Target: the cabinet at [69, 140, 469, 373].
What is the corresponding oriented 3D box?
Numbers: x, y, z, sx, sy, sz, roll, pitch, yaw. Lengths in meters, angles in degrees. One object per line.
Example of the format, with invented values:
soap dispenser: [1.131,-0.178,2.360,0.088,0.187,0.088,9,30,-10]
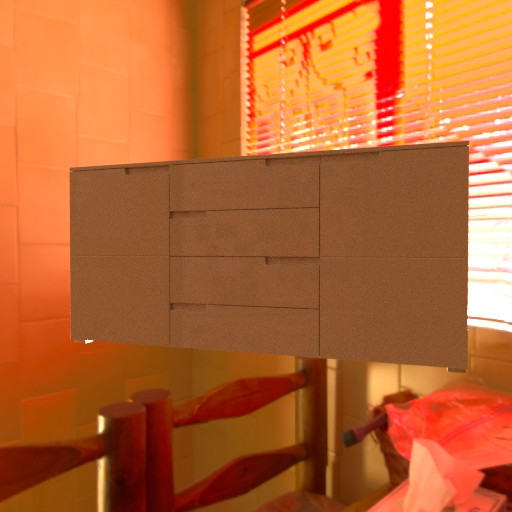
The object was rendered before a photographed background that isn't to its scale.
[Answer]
cabinet: [0.000,0.000,1.954,1.650,0.800,0.400,0,1,18]
